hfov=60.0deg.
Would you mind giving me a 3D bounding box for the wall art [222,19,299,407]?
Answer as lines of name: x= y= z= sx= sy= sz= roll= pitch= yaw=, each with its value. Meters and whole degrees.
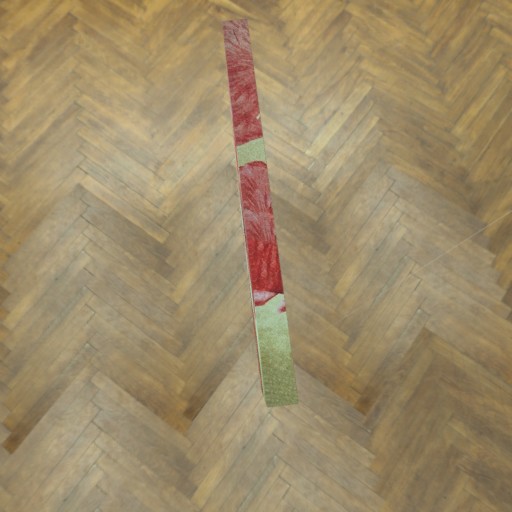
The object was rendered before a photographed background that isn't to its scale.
wall art: x=0.000 y=0.000 z=0.681 sx=0.028 sy=0.508 sz=0.406 roll=-6 pitch=75 yaw=-2
